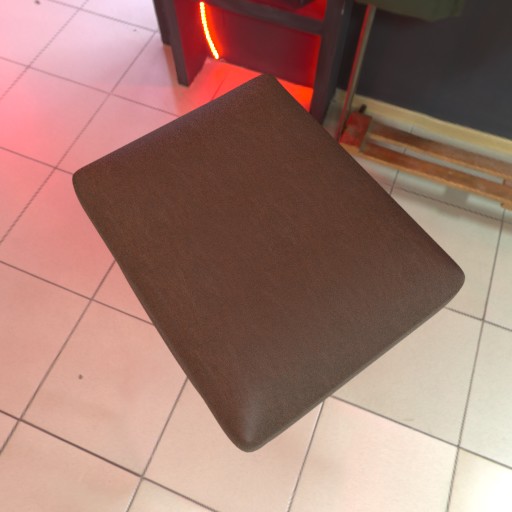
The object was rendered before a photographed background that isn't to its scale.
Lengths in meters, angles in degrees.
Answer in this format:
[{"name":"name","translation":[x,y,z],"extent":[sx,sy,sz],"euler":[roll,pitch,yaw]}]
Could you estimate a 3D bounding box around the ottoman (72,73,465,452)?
[{"name":"ottoman","translation":[0.000,0.000,1.178],"extent":[0.635,0.508,0.787],"euler":[-33,69,-14]}]
